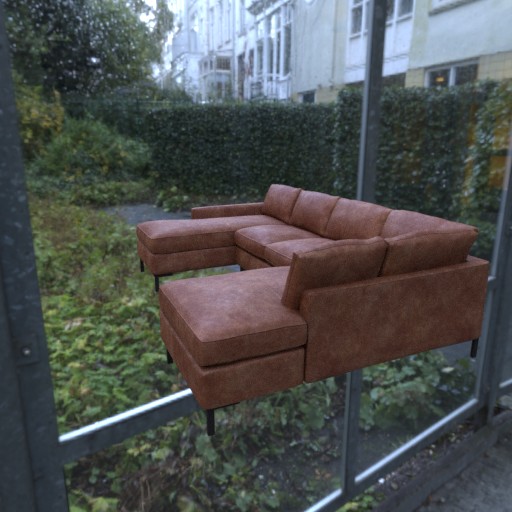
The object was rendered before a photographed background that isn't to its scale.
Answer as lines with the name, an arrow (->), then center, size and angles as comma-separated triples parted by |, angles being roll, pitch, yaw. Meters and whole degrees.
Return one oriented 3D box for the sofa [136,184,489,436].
sofa -> 0.000, 0.000, 3.701 | 1.939, 0.900, 2.956 | -7, 17, -24
